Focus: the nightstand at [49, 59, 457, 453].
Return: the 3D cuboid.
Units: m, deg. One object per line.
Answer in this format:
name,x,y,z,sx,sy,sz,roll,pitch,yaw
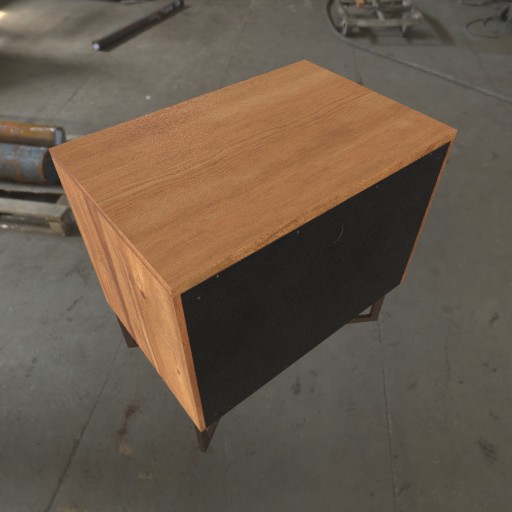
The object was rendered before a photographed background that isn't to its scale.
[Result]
nightstand,0.000,0.000,1.020,0.613,0.615,0.427,-30,53,-26
